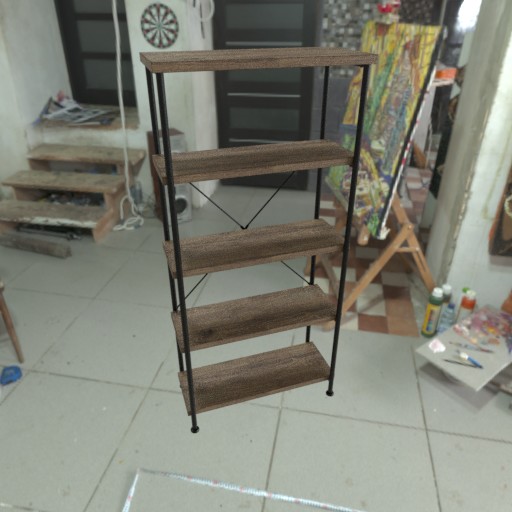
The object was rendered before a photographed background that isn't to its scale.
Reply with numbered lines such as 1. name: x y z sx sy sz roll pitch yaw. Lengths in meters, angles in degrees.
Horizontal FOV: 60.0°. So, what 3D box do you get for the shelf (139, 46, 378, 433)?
1. shelf: 0.000 0.000 2.036 0.800 1.700 0.360 -9 31 -16
